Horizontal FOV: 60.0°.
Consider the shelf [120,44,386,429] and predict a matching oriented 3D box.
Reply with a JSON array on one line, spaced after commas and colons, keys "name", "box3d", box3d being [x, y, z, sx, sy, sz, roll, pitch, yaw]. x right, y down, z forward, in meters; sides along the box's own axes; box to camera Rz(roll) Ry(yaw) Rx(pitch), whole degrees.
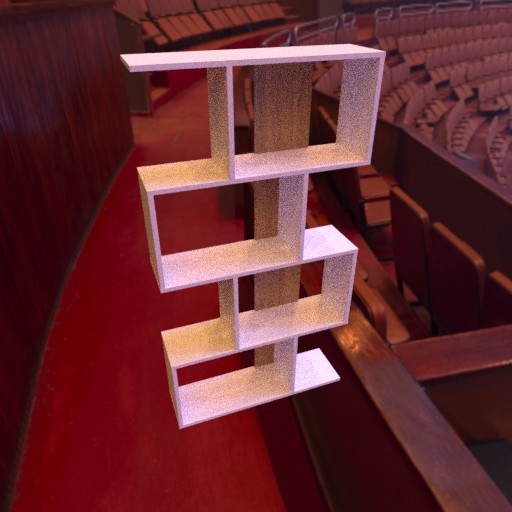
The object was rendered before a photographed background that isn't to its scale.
[{"name": "shelf", "box3d": [0.000, 0.000, 1.968, 0.890, 1.650, 0.250, -11, 33, -17]}]
